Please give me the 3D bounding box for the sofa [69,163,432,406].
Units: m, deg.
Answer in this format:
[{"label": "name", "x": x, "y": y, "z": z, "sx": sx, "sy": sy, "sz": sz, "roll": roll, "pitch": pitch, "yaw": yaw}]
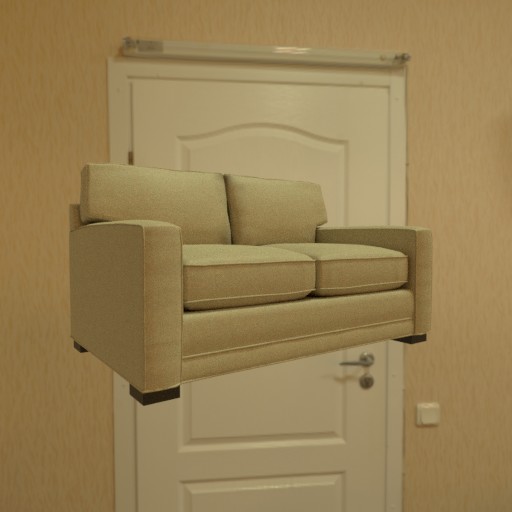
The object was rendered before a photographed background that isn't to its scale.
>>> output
[{"label": "sofa", "x": 0.000, "y": 0.000, "z": 2.114, "sx": 1.484, "sy": 0.853, "sz": 0.942, "roll": -2, "pitch": 3, "yaw": -35}]
